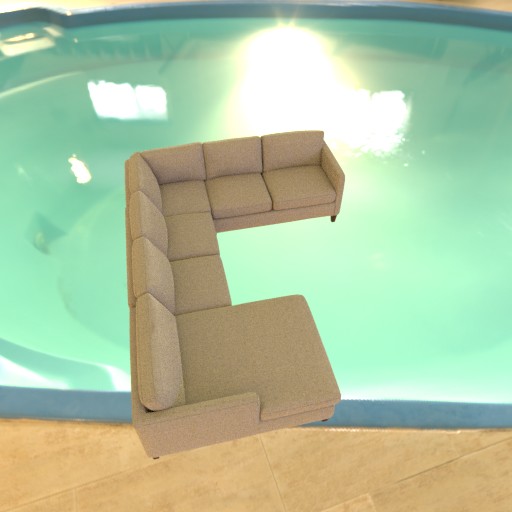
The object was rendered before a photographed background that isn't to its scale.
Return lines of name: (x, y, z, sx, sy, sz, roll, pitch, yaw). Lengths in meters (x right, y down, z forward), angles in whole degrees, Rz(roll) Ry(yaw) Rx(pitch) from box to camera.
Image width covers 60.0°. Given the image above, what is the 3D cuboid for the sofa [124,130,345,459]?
sofa: (0.000, 0.000, 4.666, 2.593, 0.959, 3.460, -9, 47, -9)
